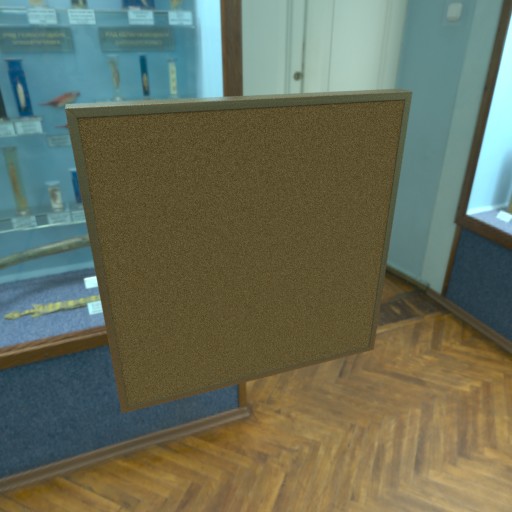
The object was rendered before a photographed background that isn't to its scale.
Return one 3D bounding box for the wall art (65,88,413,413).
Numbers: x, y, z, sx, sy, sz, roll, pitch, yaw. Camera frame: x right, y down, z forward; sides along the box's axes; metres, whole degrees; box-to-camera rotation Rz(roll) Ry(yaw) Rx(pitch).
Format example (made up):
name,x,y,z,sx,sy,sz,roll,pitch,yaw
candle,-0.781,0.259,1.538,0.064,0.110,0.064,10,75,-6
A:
name,x,y,z,sx,sy,sz,roll,pitch,yaw
wall art,0.000,0.000,0.742,0.505,0.505,0.037,-9,28,-18
